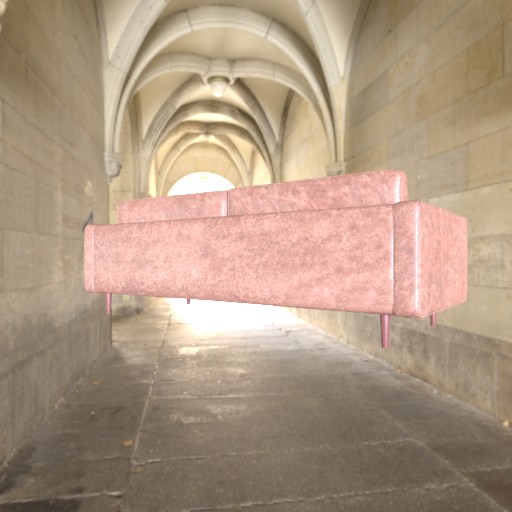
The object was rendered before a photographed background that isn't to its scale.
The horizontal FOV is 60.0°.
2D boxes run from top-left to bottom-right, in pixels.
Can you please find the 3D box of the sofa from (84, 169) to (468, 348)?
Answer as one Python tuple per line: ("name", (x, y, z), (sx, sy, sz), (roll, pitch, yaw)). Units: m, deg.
("sofa", (0.000, 0.000, 2.673), (2.210, 0.762, 0.914), (0, 0, 36))
